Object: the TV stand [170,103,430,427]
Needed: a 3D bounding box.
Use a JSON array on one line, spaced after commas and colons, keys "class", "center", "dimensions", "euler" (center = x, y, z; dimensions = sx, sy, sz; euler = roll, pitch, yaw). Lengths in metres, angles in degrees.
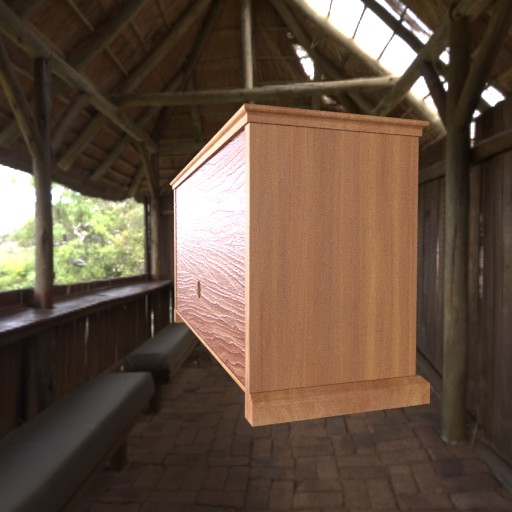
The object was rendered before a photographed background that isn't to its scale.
[{"class": "TV stand", "center": [0.000, 0.000, 1.451], "dimensions": [0.417, 0.607, 1.181], "euler": [-1, 2, -18]}]
